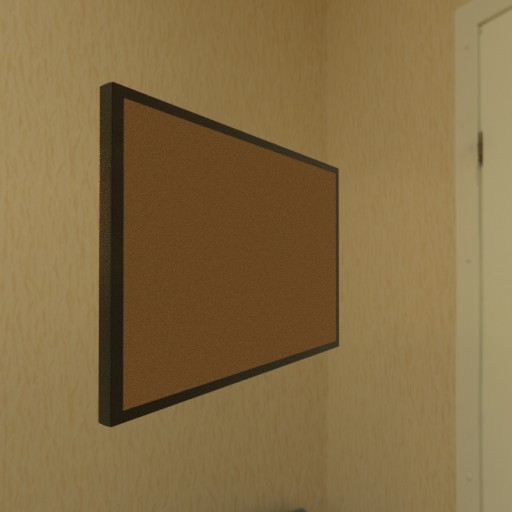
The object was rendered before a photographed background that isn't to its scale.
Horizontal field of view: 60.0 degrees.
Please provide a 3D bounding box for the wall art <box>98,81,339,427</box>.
[{"bbox_3d":[0.000,0.000,1.157,0.038,0.612,0.912,0,-1,36],"label":"wall art"}]
